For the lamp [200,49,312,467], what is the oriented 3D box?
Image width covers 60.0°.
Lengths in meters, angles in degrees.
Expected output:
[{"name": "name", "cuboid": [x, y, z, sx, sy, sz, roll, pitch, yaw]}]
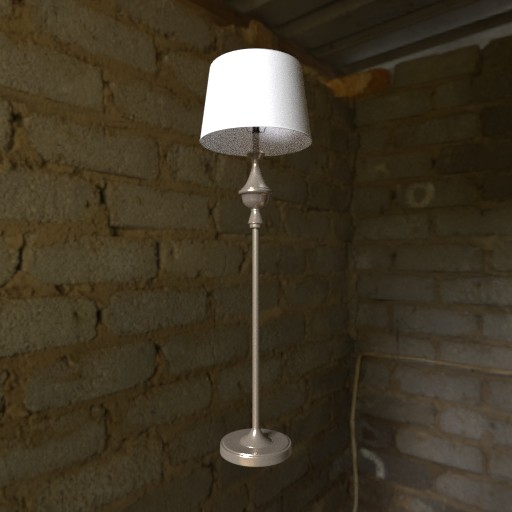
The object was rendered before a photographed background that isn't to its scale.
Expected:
[{"name": "lamp", "cuboid": [0.000, 0.000, 1.705, 0.431, 1.488, 0.431, 0, -1, 0]}]
